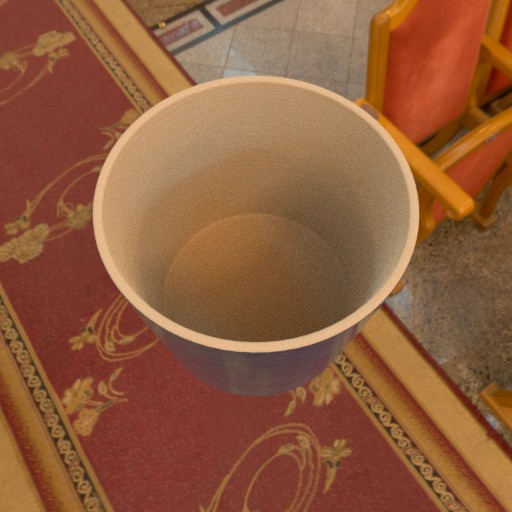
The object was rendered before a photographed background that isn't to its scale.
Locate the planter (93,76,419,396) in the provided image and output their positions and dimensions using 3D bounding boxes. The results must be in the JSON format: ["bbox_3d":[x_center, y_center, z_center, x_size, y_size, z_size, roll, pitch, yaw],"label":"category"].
[{"bbox_3d":[0.000,0.000,0.394,0.221,0.201,0.221,0,64,0],"label":"planter"}]
